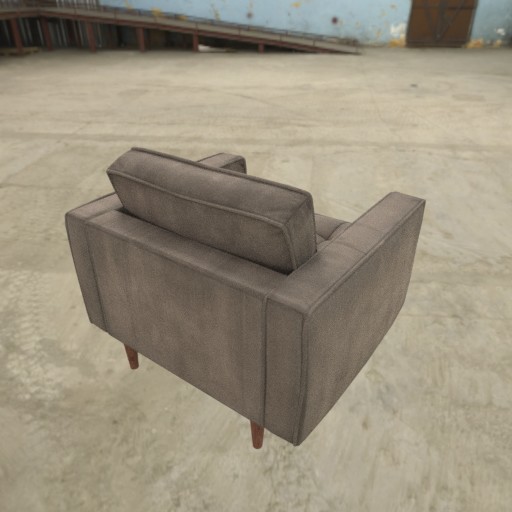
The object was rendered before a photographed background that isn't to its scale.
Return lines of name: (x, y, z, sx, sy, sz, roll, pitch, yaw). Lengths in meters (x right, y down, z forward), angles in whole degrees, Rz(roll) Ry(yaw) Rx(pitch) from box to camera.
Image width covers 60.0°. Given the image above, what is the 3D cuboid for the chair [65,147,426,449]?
chair: (0.000, 0.000, 1.535, 0.928, 0.773, 0.843, 20, 36, 31)
